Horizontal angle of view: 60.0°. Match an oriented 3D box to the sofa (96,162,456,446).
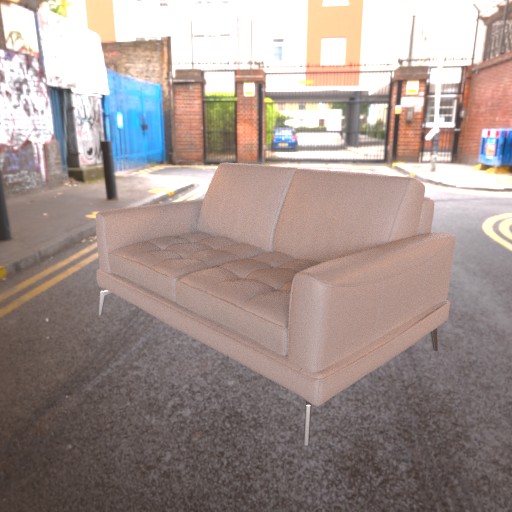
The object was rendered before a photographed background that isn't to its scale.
[{"bbox_3d":[0.000,0.000,2.463,1.121,0.930,1.819,-15,21,-42],"label":"sofa"}]
